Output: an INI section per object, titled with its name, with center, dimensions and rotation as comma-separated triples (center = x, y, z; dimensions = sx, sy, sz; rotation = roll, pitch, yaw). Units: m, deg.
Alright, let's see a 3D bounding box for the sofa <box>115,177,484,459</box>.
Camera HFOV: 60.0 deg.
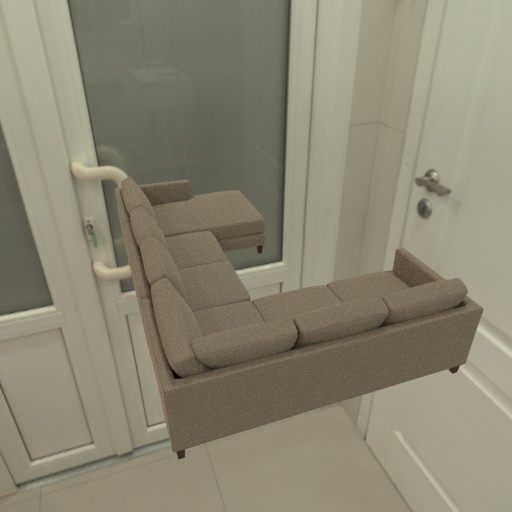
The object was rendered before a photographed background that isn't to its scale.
[sofa]
center = 0.000, 0.000, 4.487
dimensions = 2.424, 0.865, 3.438
rotation = -11, 32, -17
